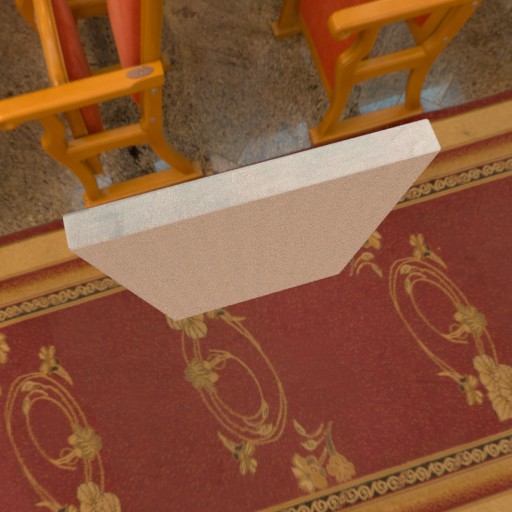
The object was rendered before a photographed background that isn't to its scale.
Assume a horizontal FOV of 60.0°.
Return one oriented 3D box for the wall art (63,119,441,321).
[{"bbox_3d":[0.000,0.000,1.140,0.609,0.911,0.061,-16,76,-4],"label":"wall art"}]
